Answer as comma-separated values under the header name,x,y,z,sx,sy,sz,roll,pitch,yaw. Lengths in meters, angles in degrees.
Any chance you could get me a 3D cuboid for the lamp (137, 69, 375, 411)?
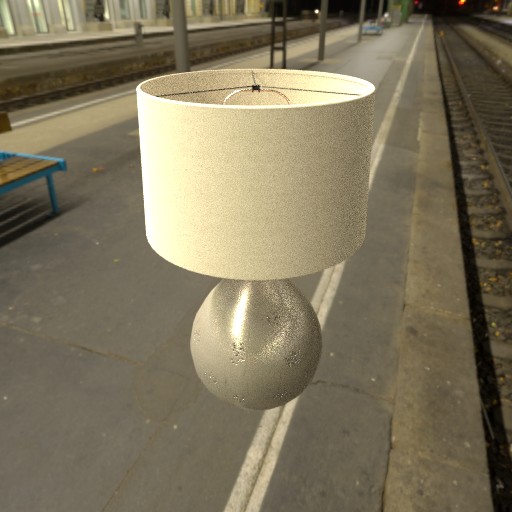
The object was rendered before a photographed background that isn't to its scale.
name,x,y,z,sx,sy,sz,roll,pitch,yaw
lamp,0.000,0.000,0.712,0.330,0.521,0.330,0,29,0
